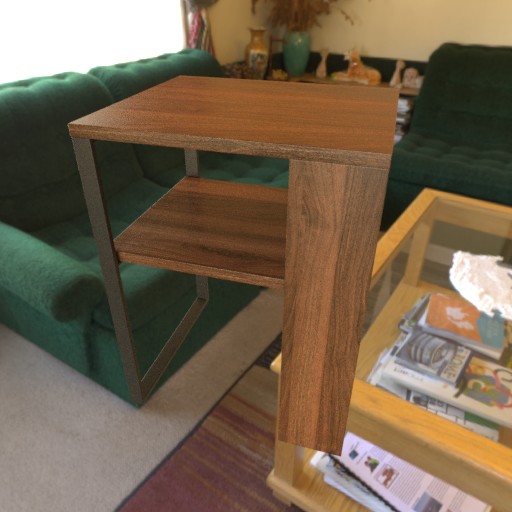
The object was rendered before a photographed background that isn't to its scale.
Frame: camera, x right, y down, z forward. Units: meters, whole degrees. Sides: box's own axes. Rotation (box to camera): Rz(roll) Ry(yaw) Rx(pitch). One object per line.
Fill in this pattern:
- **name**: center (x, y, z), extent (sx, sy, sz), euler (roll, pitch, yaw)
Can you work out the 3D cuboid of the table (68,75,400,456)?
- **table**: center (0.000, 0.000, 1.558), extent (0.786, 1.041, 0.660), euler (9, 33, 14)
